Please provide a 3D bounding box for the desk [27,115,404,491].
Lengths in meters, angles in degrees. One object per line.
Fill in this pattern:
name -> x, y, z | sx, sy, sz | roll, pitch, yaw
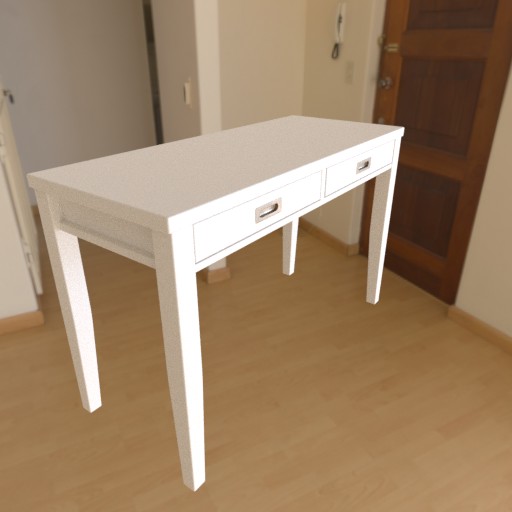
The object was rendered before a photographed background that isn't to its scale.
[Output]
desk -> 0.000, 0.000, 1.565 | 0.508, 0.775, 1.220 | 18, 31, 33
